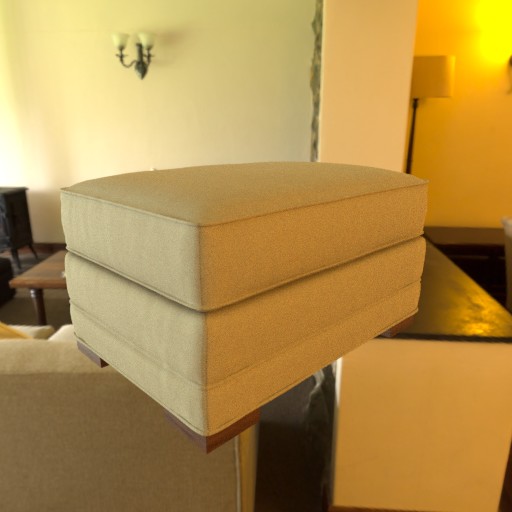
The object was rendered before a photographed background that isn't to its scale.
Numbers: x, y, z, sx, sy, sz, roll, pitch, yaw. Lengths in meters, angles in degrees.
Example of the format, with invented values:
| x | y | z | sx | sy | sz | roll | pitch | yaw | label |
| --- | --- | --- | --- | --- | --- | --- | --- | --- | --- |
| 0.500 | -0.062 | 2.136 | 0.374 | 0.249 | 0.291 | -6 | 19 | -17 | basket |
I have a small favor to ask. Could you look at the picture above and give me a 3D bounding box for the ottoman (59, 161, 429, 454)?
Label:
| x | y | z | sx | sy | sz | roll | pitch | yaw | label |
| --- | --- | --- | --- | --- | --- | --- | --- | --- | --- |
| 0.000 | 0.000 | 1.221 | 0.848 | 0.482 | 0.611 | -16 | 23 | -42 | ottoman |
